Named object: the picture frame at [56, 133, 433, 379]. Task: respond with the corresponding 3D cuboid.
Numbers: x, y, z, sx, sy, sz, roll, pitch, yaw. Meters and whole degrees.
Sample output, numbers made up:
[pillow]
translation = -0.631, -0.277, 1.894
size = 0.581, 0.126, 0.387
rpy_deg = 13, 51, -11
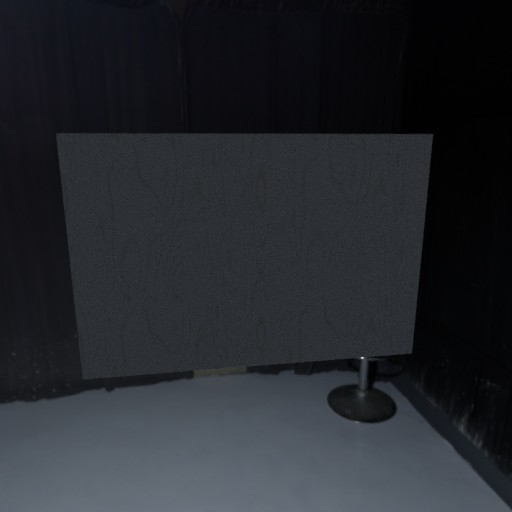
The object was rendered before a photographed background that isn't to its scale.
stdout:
[picture frame]
translation = 0.000, 0.000, 1.202
size = 0.950, 0.640, 0.029
rpy_deg = -2, 15, -9
